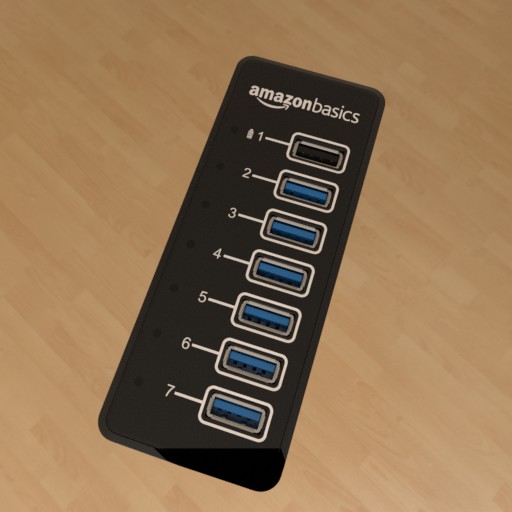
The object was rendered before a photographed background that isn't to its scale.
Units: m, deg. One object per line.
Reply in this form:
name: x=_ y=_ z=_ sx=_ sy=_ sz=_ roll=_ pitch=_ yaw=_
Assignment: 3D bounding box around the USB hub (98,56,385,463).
USB hub: x=0.000 y=0.000 z=0.124 sx=0.044 sy=0.023 sz=0.110 roll=17 pitch=75 yaw=5
